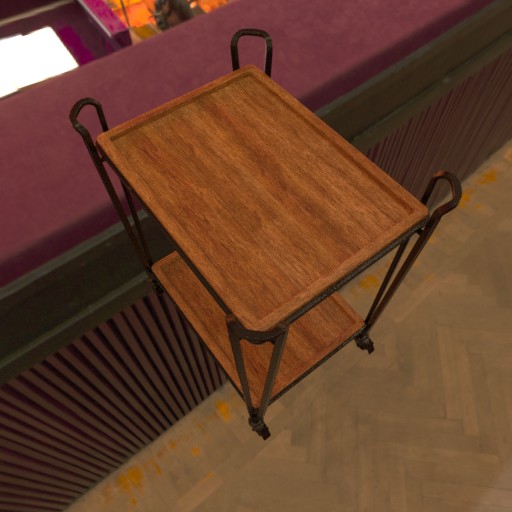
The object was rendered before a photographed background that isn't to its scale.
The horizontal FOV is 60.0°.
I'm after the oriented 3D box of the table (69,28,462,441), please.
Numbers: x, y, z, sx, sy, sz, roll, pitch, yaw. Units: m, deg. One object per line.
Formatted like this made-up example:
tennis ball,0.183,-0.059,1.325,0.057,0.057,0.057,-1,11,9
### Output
table,0.000,0.000,1.183,0.505,0.785,0.672,-33,64,-19
